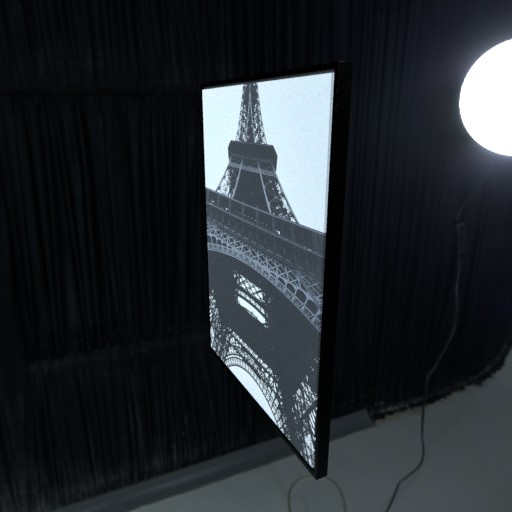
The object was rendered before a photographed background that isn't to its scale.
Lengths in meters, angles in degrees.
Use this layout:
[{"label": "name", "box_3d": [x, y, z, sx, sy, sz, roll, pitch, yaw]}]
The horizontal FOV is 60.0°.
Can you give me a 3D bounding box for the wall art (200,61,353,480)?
[{"label": "wall art", "box_3d": [0.000, 0.000, 1.408, 0.040, 1.062, 0.805, -9, 20, -26]}]
